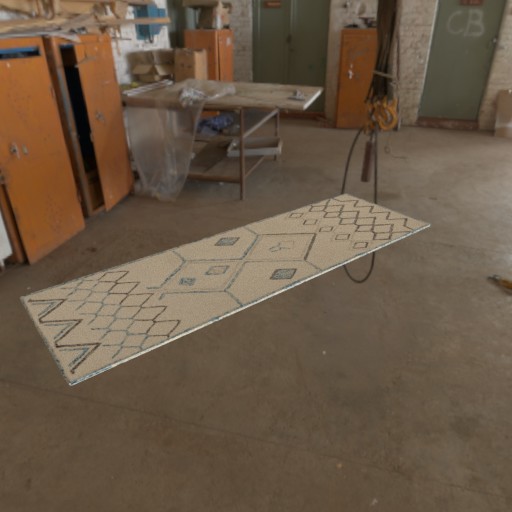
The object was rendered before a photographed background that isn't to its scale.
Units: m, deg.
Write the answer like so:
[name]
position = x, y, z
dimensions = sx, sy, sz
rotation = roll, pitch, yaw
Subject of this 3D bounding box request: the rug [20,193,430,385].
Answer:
[rug]
position = 0.000, 0.000, 2.634
dimensions = 2.434, 0.013, 0.770
rotation = -20, 34, -33
